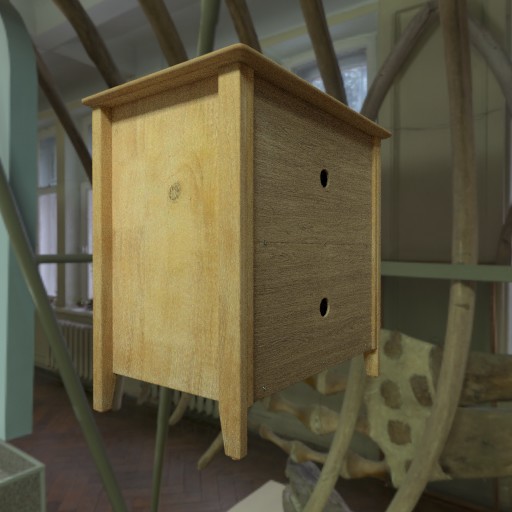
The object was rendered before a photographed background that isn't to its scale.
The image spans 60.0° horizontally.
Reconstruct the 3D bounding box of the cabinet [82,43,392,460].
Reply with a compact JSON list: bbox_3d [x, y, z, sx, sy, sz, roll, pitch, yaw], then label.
[{"bbox_3d":[0.000,0.000,1.236,0.503,0.762,0.763,0,1,37],"label":"cabinet"}]
